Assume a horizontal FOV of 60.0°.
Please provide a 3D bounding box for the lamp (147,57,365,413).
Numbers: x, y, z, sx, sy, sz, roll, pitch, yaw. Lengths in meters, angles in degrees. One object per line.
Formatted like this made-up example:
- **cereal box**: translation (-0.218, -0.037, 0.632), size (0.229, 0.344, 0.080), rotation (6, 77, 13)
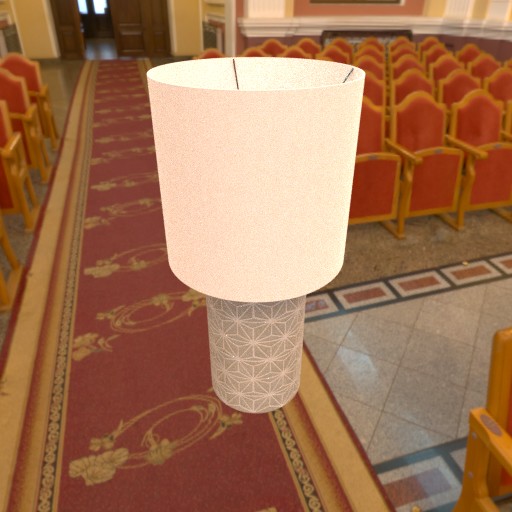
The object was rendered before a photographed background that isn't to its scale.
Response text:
- **lamp**: translation (0.000, 0.000, 0.533), size (0.206, 0.416, 0.206), rotation (-8, 31, -13)
